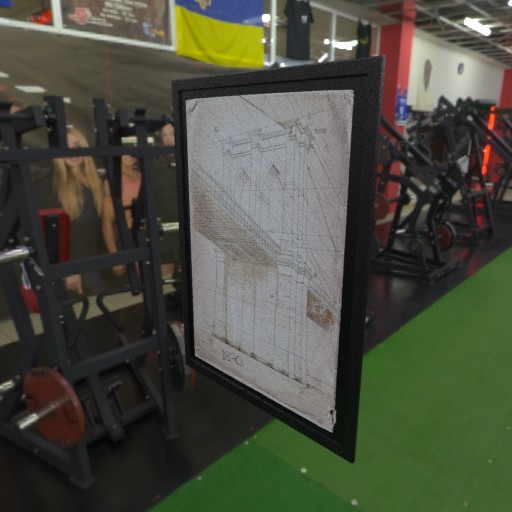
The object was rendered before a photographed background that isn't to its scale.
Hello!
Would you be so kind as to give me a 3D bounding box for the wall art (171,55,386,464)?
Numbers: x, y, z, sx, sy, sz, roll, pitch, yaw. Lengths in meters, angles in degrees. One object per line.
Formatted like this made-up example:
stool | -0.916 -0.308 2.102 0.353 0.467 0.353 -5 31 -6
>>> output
wall art | 0.000 0.000 1.246 0.707 0.967 0.013 16 22 42
